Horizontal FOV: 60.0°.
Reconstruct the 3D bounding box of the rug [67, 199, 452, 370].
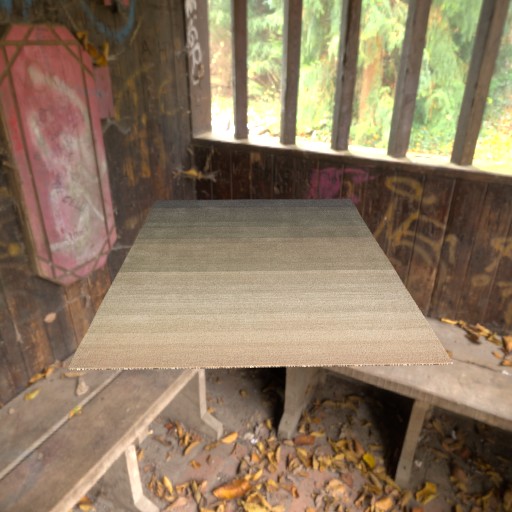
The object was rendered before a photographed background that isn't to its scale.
[{"bbox_3d":[0.000,0.000,3.953,2.315,0.015,2.932,-1,27,-1],"label":"rug"}]
